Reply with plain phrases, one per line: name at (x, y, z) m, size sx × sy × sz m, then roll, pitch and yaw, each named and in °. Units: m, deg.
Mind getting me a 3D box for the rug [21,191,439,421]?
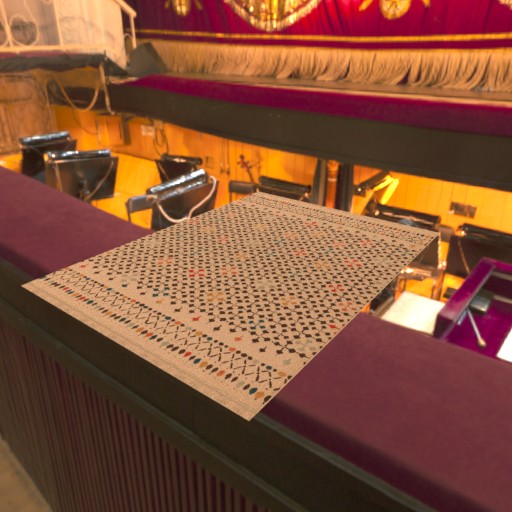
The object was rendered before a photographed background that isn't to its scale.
rug at (0.000, 0.000, 1.994) m, size 1.146 × 0.006 × 1.556 m, roll 18°, pitch 31°, yaw 33°
